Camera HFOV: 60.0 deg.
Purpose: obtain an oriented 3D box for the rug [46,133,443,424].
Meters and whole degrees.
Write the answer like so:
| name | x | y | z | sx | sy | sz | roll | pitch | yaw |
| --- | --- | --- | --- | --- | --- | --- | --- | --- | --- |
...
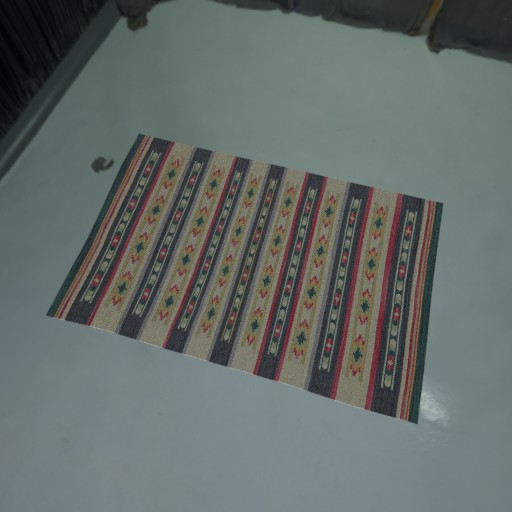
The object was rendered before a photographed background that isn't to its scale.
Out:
| name | x | y | z | sx | sy | sz | roll | pitch | yaw |
| --- | --- | --- | --- | --- | --- | --- | --- | --- | --- |
| rug | 0.000 | 0.000 | 2.935 | 2.311 | 0.010 | 1.522 | 14 | 65 | 7 |
